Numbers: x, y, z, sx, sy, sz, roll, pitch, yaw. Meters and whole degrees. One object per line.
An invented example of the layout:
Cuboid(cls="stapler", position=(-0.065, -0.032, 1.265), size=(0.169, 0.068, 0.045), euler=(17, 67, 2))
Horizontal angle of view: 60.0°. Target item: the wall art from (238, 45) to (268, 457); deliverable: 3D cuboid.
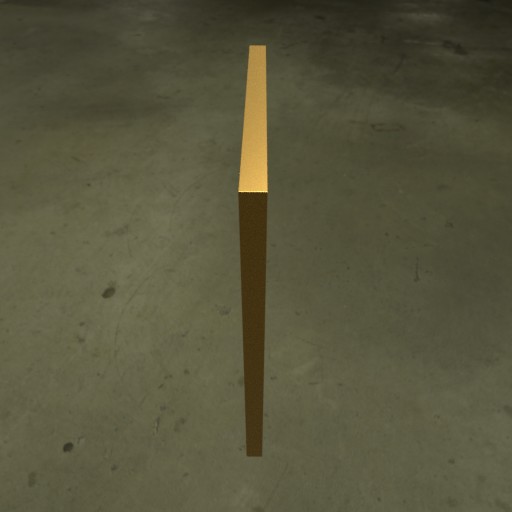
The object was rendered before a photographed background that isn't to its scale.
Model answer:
Cuboid(cls="wall art", position=(0.000, 0.000, 1.051), size=(0.038, 0.762, 0.610), euler=(0, 42, 1))
